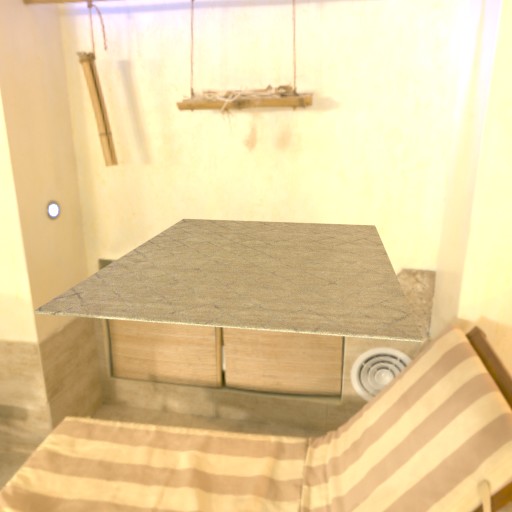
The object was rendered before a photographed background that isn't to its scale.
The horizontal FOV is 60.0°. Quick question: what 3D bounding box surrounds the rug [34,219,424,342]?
[{"bbox_3d":[0.000,0.000,4.118,2.420,0.019,3.038,3,16,9],"label":"rug"}]
